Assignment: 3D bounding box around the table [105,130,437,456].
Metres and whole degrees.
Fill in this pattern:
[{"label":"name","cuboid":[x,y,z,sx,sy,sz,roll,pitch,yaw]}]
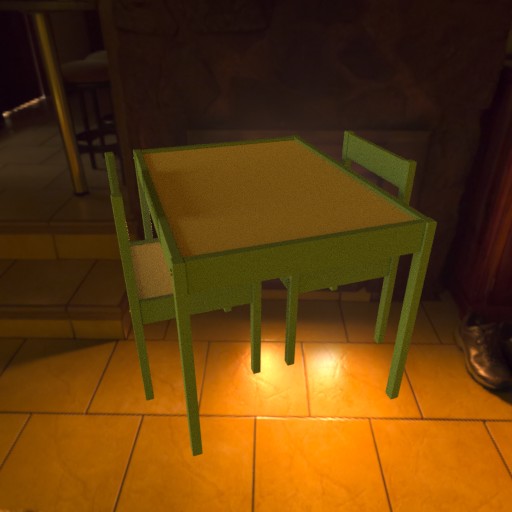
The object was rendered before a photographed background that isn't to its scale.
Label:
[{"label":"table","cuboid":[0.000,0.000,1.101,0.633,0.503,0.639,-10,31,-16]}]
